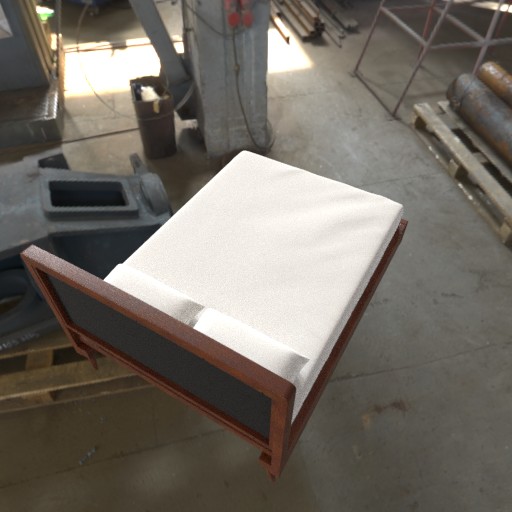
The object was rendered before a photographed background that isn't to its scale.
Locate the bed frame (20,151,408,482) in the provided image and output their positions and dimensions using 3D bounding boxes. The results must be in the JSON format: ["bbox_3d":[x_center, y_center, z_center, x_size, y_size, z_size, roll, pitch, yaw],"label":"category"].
[{"bbox_3d":[0.000,0.000,3.113,1.587,1.279,2.171,24,52,20],"label":"bed frame"}]
